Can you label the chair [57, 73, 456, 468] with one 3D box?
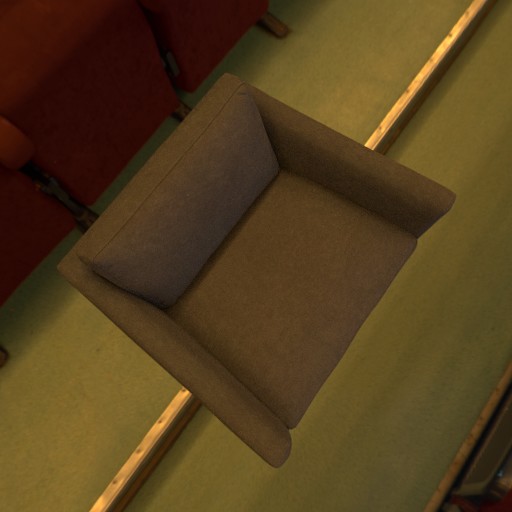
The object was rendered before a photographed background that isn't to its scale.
[{"bbox_3d":[0.000,0.000,1.869,1.091,0.845,1.190,35,78,9],"label":"chair"}]
